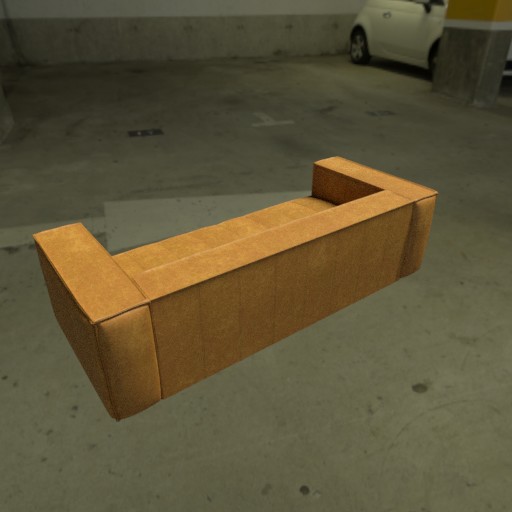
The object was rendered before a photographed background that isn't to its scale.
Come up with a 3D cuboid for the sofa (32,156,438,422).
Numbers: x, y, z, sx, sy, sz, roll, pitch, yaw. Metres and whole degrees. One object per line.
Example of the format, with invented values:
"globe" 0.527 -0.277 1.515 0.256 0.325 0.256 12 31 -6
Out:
"sofa" 0.000 0.000 3.083 2.581 0.701 1.102 -20 36 -31
